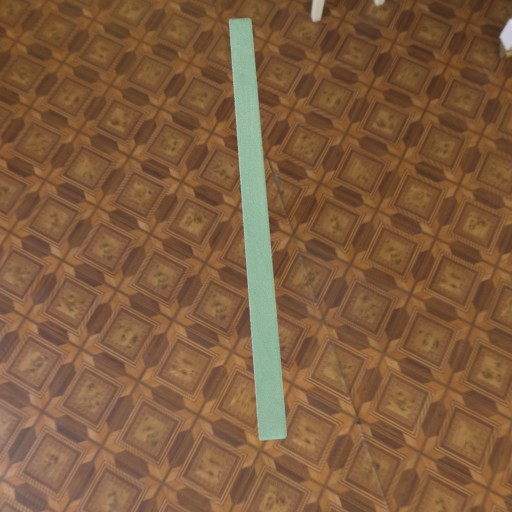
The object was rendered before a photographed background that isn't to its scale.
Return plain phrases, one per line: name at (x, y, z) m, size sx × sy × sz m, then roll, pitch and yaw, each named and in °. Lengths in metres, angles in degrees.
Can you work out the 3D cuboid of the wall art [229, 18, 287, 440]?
wall art at (0.000, 0.000, 1.595) m, size 0.070 × 1.073 × 1.071 m, roll -4°, pitch 76°, yaw -1°
